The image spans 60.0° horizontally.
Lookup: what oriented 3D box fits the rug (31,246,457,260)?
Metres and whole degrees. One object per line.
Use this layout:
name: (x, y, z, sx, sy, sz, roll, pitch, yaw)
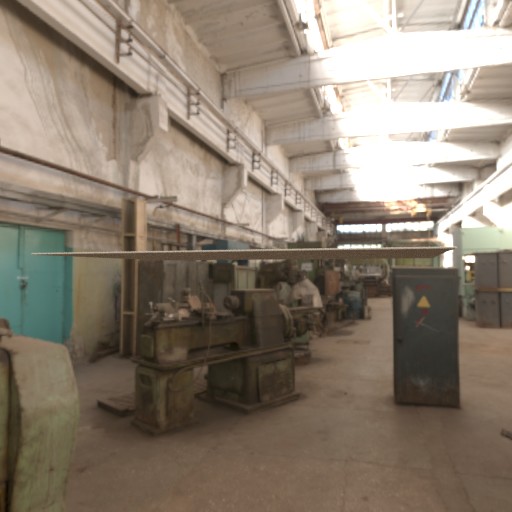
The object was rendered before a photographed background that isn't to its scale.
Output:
rug: (0.000, 0.000, 2.946, 2.284, 0.008, 1.522, -1, -2, 18)
